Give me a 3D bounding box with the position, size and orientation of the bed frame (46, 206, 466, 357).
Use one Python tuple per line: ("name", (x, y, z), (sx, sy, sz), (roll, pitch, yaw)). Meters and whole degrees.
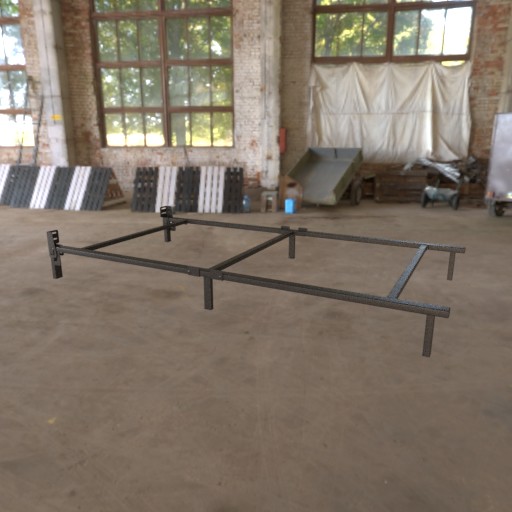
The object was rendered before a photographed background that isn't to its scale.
("bed frame", (0.000, 0.000, 2.269), (1.897, 0.248, 0.968), (8, 17, 26))
